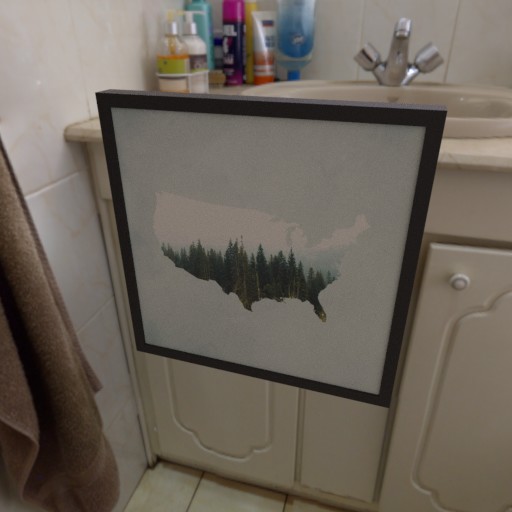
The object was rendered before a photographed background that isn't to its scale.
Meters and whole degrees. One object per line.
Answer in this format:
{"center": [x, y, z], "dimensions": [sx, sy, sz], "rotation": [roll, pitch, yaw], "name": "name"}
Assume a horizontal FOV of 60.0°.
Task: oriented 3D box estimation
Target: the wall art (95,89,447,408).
{"center": [0.000, 0.000, 0.751], "dimensions": [0.509, 0.509, 0.040], "rotation": [9, 29, 16], "name": "wall art"}
